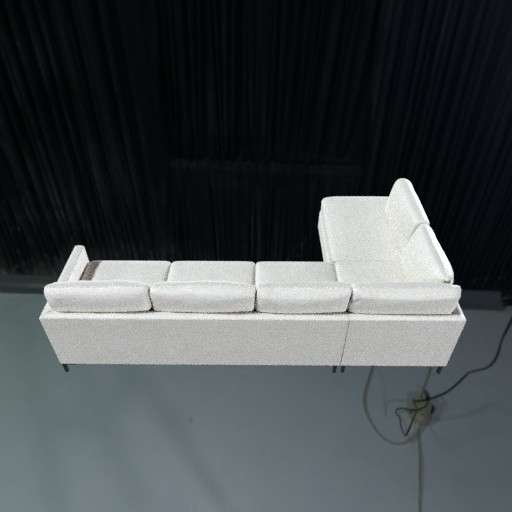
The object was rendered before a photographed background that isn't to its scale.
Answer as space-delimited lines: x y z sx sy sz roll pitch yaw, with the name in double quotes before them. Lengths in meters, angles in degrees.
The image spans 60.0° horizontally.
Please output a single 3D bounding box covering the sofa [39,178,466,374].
"sofa" 0.000 0.000 4.380 3.384 0.996 2.048 0 41 0
